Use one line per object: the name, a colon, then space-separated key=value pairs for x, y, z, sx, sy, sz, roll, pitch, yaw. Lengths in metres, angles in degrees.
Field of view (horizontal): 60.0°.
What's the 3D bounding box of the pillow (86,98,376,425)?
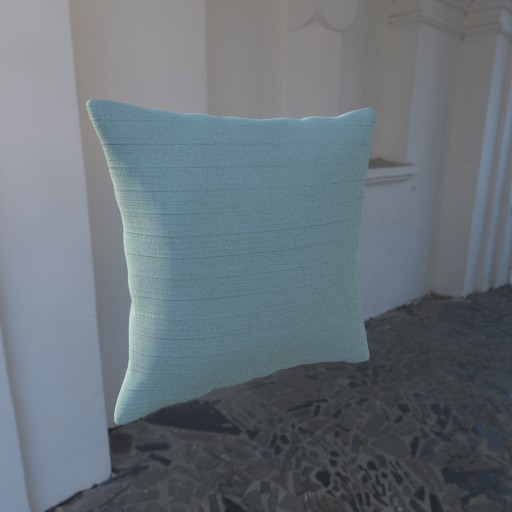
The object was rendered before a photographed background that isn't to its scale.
pillow: x=0.000 y=0.000 z=0.704 sx=0.470 sy=0.464 sz=0.175 roll=-7 pitch=16 yaw=-26
